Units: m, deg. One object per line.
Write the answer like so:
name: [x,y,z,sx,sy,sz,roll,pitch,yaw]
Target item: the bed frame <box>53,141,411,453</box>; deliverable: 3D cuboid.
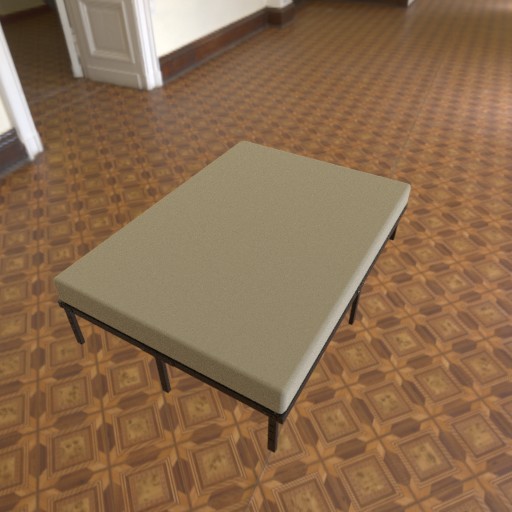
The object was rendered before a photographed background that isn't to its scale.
bed frame: [0.000,0.000,3.876,2.205,0.680,2.842,26,47,28]
